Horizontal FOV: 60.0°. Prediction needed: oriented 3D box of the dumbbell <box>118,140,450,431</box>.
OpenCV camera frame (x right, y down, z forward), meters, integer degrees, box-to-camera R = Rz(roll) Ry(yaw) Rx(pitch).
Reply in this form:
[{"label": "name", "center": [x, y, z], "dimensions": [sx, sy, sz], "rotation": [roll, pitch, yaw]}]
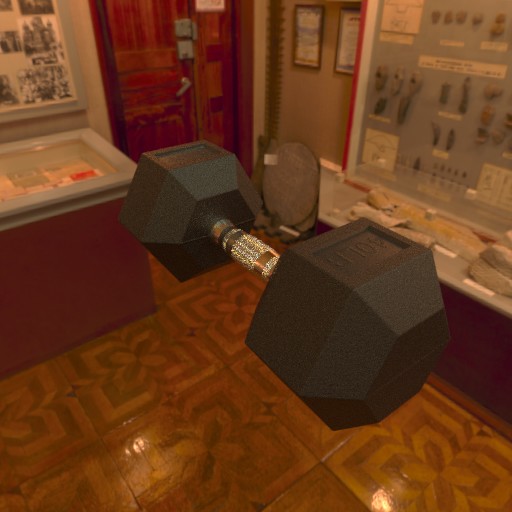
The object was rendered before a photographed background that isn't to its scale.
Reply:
[{"label": "dumbbell", "center": [0.000, 0.000, 0.431], "dimensions": [0.157, 0.137, 0.361], "rotation": [-22, 38, -30]}]
